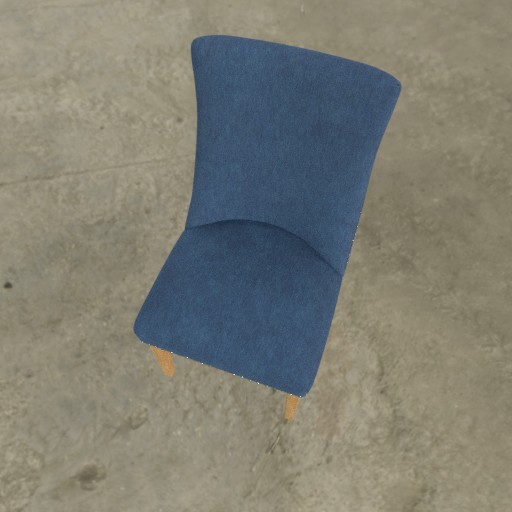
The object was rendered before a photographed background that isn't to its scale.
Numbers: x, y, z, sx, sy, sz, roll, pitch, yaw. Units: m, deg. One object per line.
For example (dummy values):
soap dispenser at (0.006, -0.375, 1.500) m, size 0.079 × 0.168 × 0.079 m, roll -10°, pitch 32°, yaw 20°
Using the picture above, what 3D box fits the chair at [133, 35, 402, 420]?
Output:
chair at (0.000, 0.000, 1.221) m, size 0.495 × 0.902 × 0.610 m, roll 17°, pitch 60°, yaw 10°
